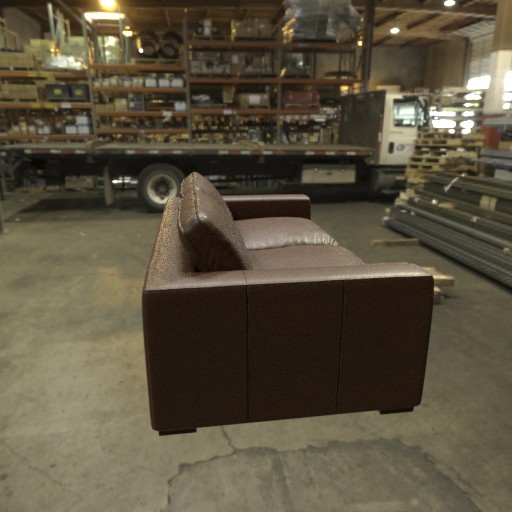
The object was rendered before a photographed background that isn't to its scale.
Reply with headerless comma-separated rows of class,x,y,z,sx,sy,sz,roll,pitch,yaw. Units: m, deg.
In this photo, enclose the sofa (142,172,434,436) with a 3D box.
sofa,0.000,0.000,2.461,1.070,0.800,1.920,-2,17,-8
